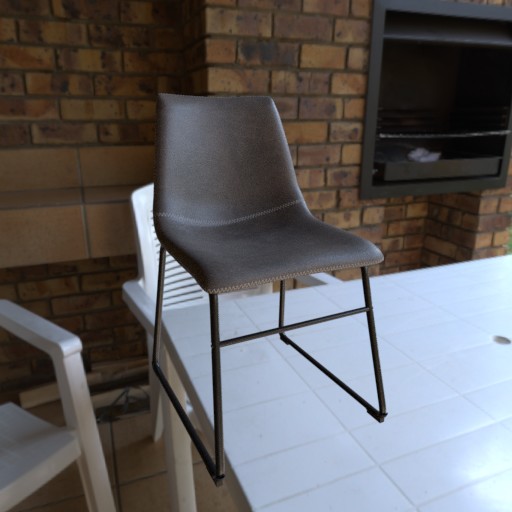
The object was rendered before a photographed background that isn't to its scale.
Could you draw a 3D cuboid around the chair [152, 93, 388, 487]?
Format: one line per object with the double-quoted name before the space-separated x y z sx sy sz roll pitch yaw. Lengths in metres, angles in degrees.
"chair" 0.000 0.000 1.110 0.460 0.780 0.550 -9 19 -26
